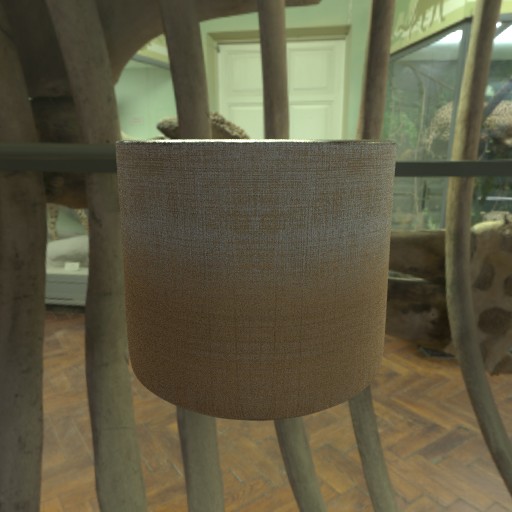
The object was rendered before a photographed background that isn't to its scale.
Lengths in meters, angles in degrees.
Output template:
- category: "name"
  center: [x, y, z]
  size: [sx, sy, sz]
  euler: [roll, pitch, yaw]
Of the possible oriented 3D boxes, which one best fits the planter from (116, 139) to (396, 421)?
- category: "planter"
  center: [0.000, 0.000, 0.437]
  size: [0.254, 0.221, 0.254]
  euler: [0, 14, 0]
